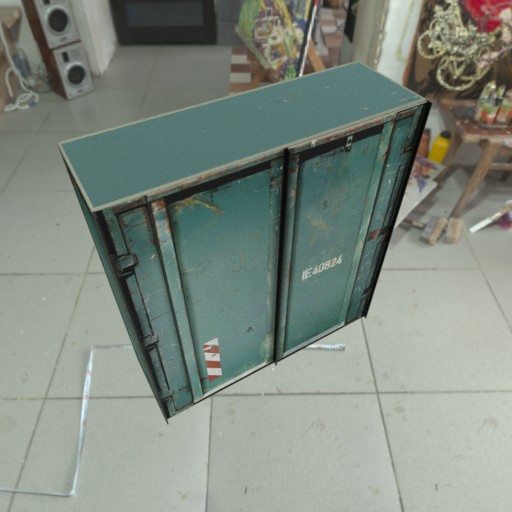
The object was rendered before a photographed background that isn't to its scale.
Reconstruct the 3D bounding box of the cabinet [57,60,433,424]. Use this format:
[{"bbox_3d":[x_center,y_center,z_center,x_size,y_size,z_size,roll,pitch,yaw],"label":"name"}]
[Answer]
[{"bbox_3d":[0.000,0.000,3.231,2.000,2.160,0.680,-23,51,-20],"label":"cabinet"}]
